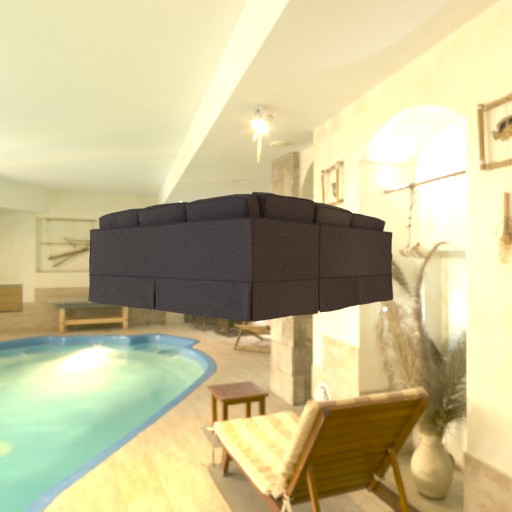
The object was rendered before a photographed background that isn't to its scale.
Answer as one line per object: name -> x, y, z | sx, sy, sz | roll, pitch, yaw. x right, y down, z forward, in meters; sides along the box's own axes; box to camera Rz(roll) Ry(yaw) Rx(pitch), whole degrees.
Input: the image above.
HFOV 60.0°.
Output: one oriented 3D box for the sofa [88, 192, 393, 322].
sofa -> 0.000, 0.000, 5.197 | 3.773, 1.169, 2.874 | 0, 0, -18
